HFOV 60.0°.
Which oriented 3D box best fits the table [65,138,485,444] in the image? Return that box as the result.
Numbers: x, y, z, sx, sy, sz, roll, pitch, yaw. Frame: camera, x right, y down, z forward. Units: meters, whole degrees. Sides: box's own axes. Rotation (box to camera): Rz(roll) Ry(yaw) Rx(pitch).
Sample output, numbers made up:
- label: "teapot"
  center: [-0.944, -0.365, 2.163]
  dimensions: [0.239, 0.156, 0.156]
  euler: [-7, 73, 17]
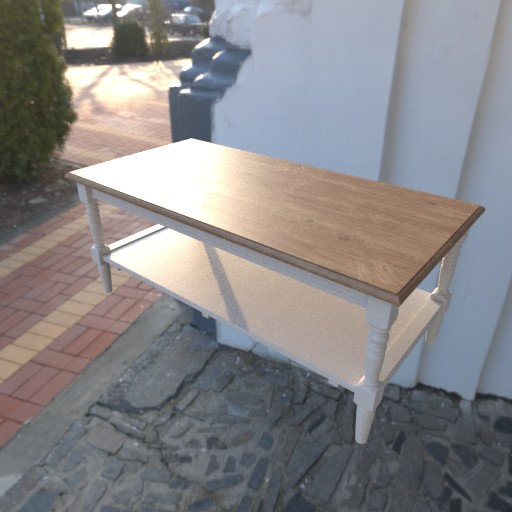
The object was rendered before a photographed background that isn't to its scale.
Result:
- label: "table"
  center: [0.000, 0.000, 1.400]
  dimensions: [1.118, 0.458, 0.559]
  euler: [21, 36, 33]
